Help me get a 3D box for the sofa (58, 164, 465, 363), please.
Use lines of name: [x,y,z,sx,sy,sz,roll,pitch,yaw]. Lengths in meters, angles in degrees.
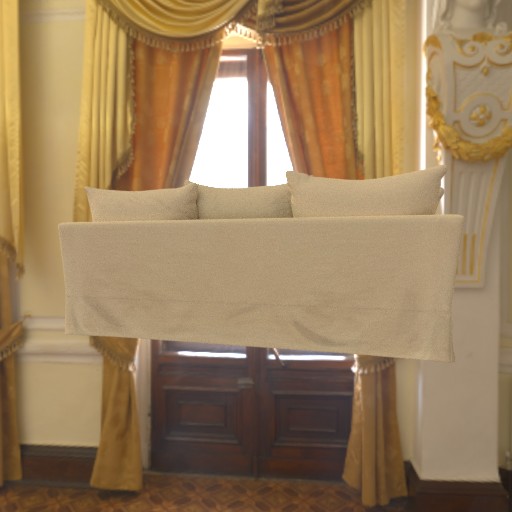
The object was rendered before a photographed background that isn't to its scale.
sofa: [0.000,0.000,3.037,2.484,1.042,1.030,0,1,18]
